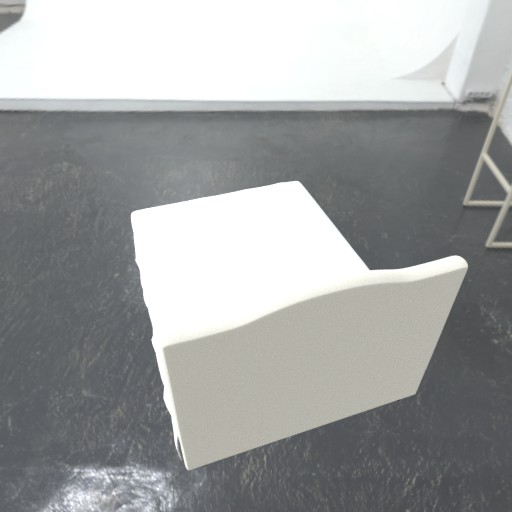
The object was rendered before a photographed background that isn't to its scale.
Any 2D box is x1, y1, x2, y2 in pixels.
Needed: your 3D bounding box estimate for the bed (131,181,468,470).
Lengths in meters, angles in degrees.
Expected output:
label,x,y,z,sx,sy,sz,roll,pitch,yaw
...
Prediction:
label,x,y,z,sx,sy,sz,roll,pitch,yaw
bed,0.000,0.000,3.441,1.821,1.436,2.282,-13,43,-14
